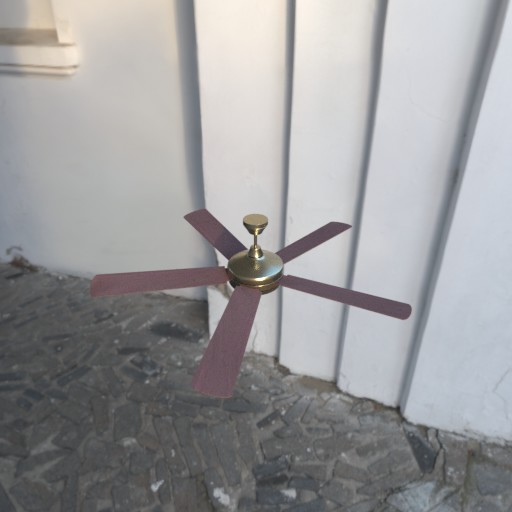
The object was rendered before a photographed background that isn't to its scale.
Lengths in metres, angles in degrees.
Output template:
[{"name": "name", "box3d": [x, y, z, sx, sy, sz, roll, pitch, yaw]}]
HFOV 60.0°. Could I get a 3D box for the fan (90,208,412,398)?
[{"name": "fan", "box3d": [0.000, 0.000, 1.923, 1.321, 0.356, 1.321, 20, 37, 30]}]
